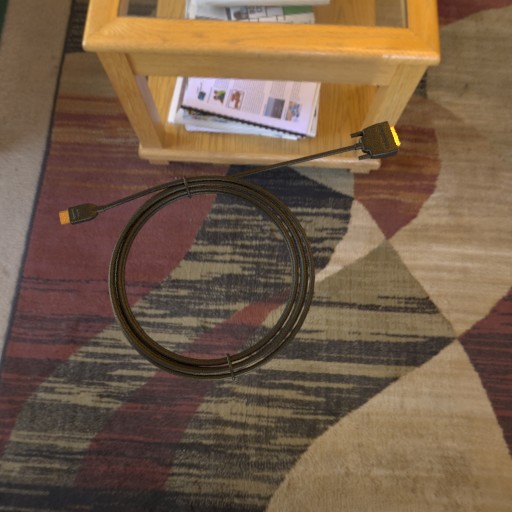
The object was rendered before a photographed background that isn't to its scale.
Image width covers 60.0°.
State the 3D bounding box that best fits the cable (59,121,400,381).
[{"bbox_3d":[0.000,0.000,0.512,0.422,0.030,0.257,-14,76,-4],"label":"cable"}]
